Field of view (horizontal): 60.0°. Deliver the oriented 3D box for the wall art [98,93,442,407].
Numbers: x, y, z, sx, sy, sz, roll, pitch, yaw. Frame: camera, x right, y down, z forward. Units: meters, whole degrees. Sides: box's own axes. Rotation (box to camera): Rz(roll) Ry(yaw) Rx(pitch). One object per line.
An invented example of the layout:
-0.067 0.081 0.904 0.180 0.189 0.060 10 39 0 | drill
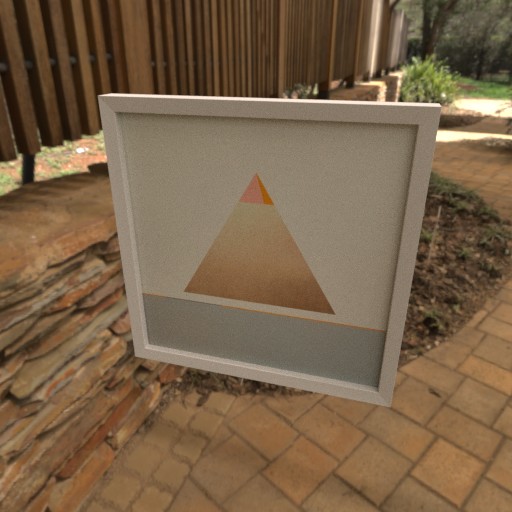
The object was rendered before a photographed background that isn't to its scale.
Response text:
0.000 0.000 1.926 1.289 1.291 0.098 7 26 15 | wall art
